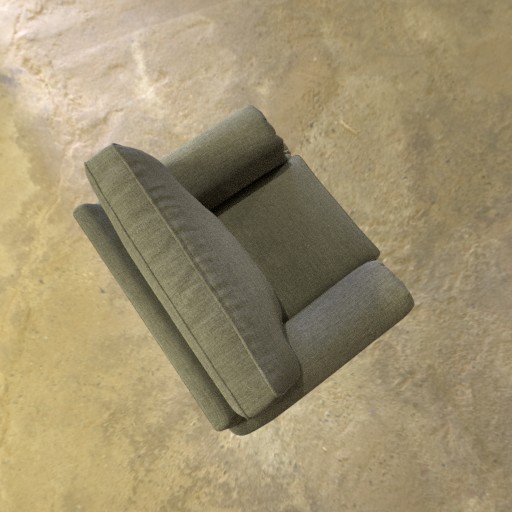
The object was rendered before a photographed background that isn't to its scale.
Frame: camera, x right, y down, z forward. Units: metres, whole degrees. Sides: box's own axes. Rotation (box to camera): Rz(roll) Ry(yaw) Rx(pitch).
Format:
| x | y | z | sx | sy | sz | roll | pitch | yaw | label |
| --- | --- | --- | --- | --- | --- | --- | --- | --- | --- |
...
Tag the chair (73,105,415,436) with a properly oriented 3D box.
| x | y | z | sx | sy | sz | roll | pitch | yaw | label |
| --- | --- | --- | --- | --- | --- | --- | --- | --- | --- |
| 0.000 | 0.000 | 1.828 | 0.965 | 0.961 | 1.092 | -35 | 78 | -9 | chair |
